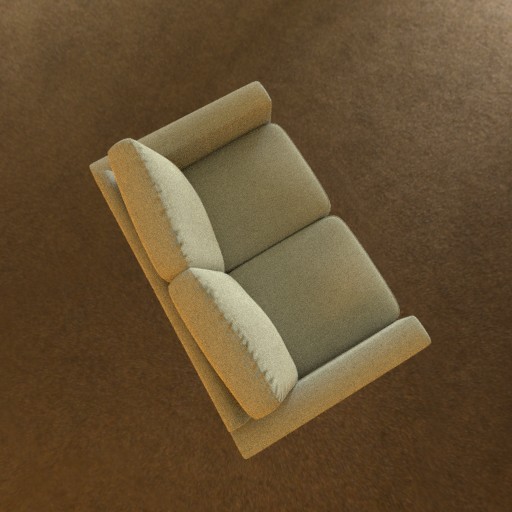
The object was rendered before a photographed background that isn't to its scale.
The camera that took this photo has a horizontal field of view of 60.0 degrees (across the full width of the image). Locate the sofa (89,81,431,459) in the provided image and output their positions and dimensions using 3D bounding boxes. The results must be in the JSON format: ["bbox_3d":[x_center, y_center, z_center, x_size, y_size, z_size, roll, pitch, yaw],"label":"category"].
[{"bbox_3d":[0.000,0.000,2.038,0.917,0.873,1.420,-29,78,-7],"label":"sofa"}]
